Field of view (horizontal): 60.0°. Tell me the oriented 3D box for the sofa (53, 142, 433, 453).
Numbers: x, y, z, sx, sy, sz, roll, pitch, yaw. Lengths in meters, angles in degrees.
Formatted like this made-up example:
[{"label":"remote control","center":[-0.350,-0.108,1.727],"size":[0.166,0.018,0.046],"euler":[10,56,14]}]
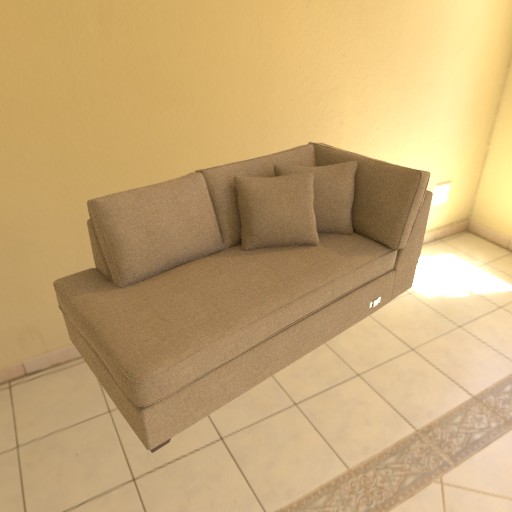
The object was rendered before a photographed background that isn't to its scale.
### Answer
[{"label":"sofa","center":[0.000,0.000,2.834],"size":[2.238,1.019,1.110],"euler":[-22,37,-33]}]
